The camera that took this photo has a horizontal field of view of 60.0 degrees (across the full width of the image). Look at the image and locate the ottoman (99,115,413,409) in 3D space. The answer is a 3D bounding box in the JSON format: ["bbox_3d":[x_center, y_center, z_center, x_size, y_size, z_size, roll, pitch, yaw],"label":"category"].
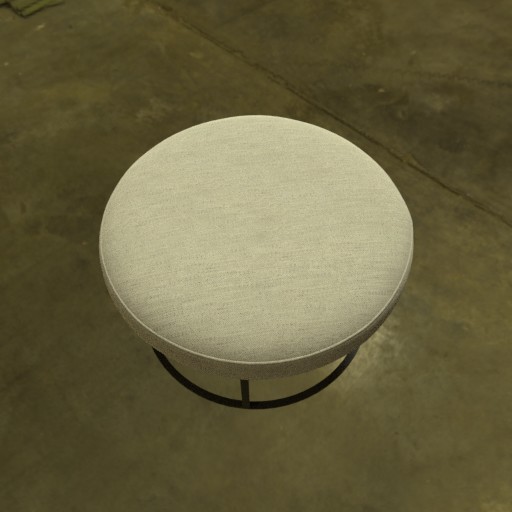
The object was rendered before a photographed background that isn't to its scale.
[{"bbox_3d":[0.000,0.000,1.222,0.769,0.459,0.769,0,56,0],"label":"ottoman"}]
